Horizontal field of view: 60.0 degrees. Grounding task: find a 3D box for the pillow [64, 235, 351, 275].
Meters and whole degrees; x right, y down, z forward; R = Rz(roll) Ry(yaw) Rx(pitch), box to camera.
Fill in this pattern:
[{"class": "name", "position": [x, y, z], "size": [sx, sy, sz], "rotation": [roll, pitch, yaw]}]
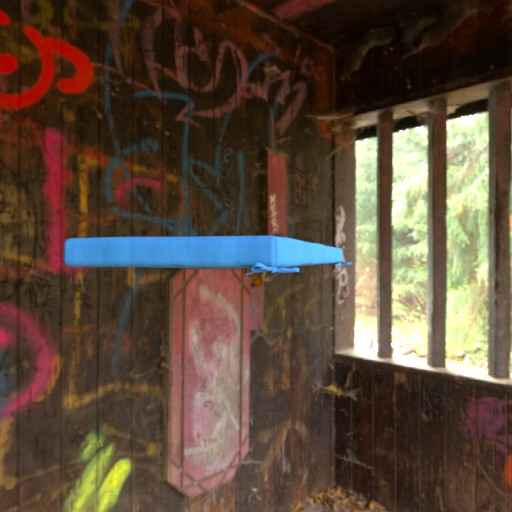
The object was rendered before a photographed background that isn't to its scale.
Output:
[{"class": "pillow", "position": [0.000, 0.000, 1.380], "size": [0.492, 0.081, 1.187], "rotation": [0, 0, 17]}]
